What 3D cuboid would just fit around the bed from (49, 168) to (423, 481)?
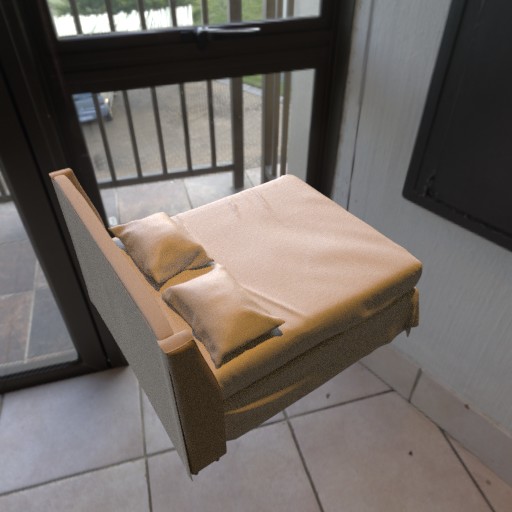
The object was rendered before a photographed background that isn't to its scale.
[{"bbox_3d":[0.000,0.000,3.424,2.276,1.332,1.925,-24,46,-25],"label":"bed"}]
